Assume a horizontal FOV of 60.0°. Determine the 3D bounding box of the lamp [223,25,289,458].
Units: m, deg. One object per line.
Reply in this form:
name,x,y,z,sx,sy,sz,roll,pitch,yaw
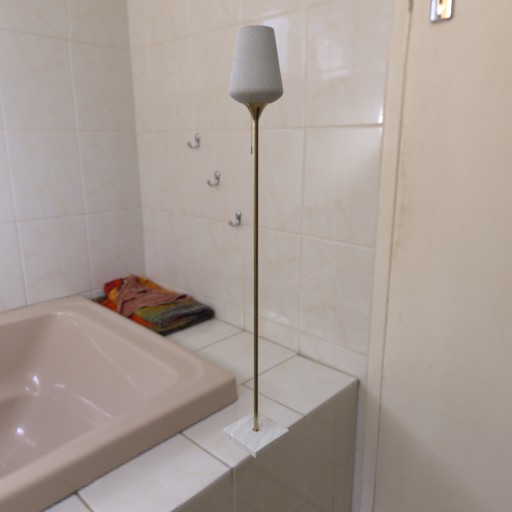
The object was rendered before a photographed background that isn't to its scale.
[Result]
lamp,0.000,0.000,1.945,0.229,1.813,0.232,-14,20,-43
